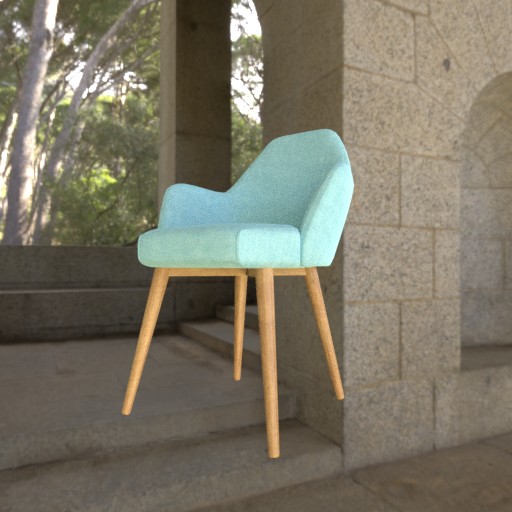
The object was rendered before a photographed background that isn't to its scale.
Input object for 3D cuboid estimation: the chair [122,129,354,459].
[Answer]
[{"bbox_3d":[0.000,0.000,1.267,0.590,0.840,0.610,-1,-1,34],"label":"chair"}]
